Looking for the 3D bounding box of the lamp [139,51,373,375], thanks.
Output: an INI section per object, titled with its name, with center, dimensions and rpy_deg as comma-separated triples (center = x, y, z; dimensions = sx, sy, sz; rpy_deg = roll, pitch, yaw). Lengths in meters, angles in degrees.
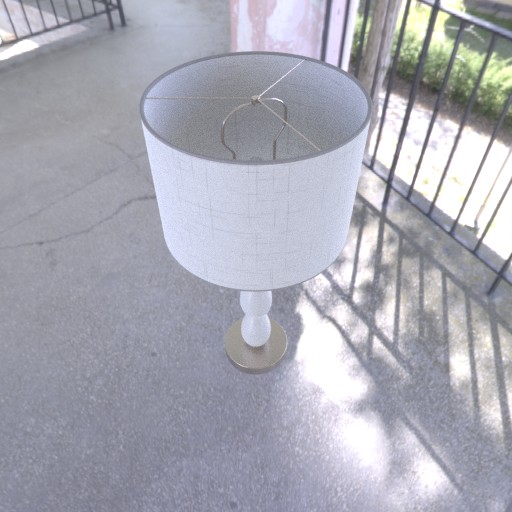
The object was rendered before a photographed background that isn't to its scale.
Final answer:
[lamp]
center = 0.000, 0.000, 0.740
dimensions = 0.282, 0.559, 0.280
rpy_deg = -23, 50, -20
